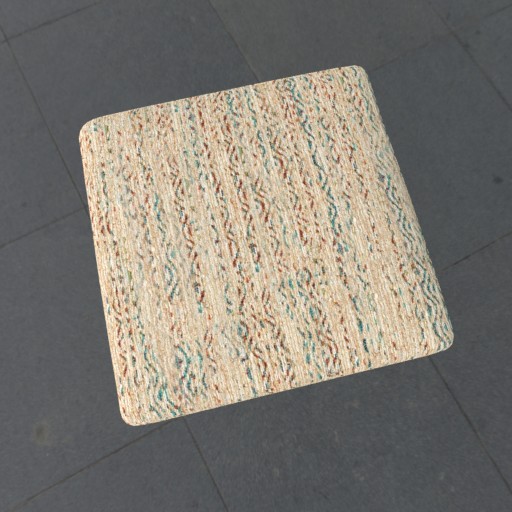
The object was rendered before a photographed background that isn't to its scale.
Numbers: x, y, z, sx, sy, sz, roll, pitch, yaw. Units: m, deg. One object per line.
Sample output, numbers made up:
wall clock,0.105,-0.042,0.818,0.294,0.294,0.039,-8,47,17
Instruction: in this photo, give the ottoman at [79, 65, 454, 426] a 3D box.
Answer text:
ottoman,0.000,0.000,0.890,0.521,0.453,0.512,-13,76,-3
